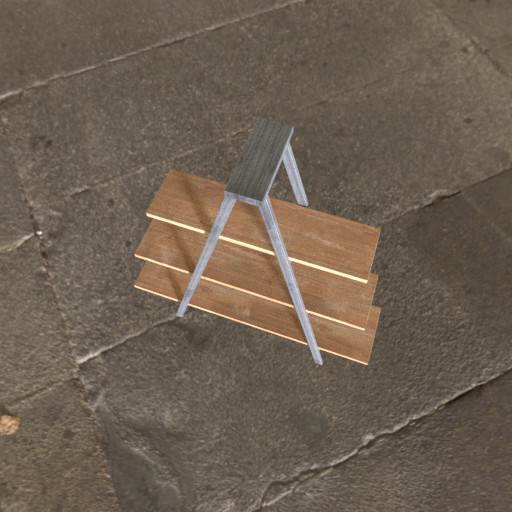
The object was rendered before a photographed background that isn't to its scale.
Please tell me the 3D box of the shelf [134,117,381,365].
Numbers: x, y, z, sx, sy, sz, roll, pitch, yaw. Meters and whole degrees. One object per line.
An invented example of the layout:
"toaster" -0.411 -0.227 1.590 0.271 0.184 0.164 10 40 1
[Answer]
"shelf" 0.000 0.000 2.629 1.746 1.808 0.508 17 64 9
